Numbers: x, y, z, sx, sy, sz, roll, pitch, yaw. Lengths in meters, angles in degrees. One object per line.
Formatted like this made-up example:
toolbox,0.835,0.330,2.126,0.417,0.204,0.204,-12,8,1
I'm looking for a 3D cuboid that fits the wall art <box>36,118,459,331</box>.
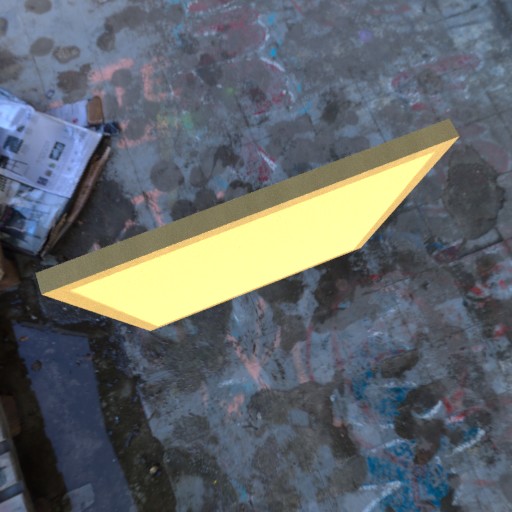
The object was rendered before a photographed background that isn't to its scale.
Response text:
wall art,0.000,0.000,2.859,1.935,1.936,0.097,-21,77,-5
